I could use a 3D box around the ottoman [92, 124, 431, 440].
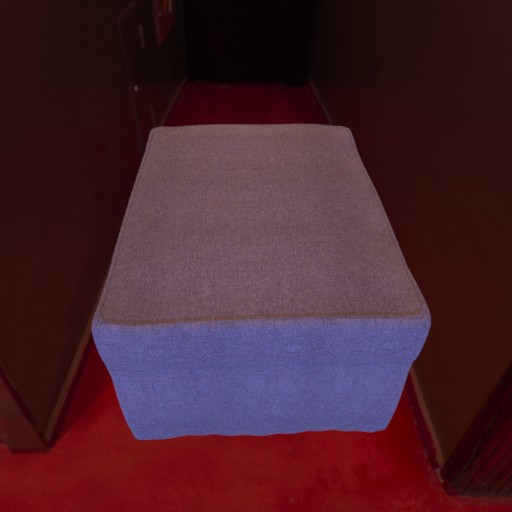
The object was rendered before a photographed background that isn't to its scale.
[{"bbox_3d":[0.000,0.000,1.243,0.652,0.492,0.833,-1,42,-2],"label":"ottoman"}]
